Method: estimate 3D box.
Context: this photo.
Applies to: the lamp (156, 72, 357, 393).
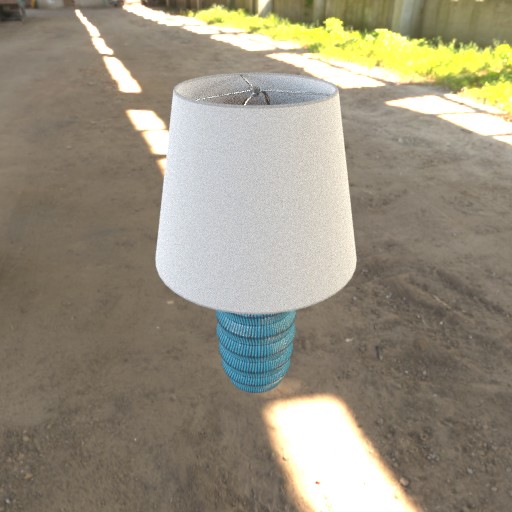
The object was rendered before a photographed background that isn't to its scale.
[{"bbox_3d":[0.000,0.000,0.801,0.355,0.582,0.355,0,32,0],"label":"lamp"}]
